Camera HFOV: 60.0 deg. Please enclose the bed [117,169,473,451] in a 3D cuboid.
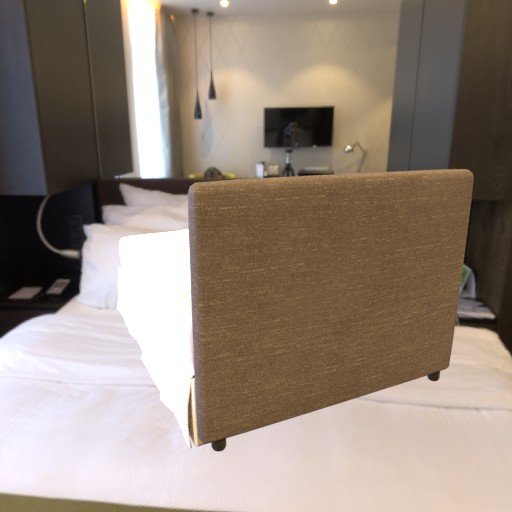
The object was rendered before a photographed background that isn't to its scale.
[{"bbox_3d":[0.000,0.000,3.198,1.723,1.330,2.142,-7,17,-25],"label":"bed"}]
